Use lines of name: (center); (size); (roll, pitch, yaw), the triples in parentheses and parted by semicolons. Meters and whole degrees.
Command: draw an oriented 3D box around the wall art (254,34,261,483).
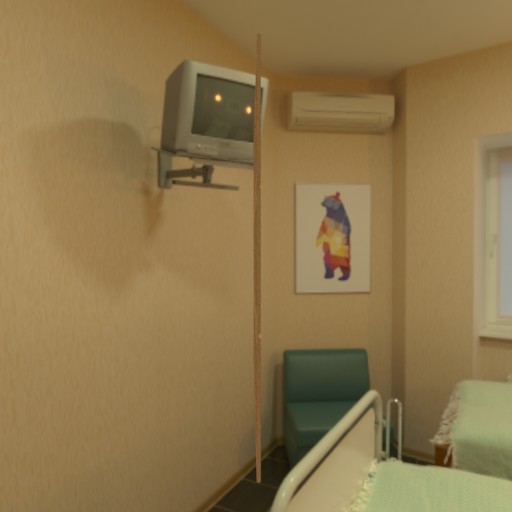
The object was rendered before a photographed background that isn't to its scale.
wall art: (0.000, 0.000, 2.246); (0.014, 1.507, 1.519); (0, 1, -1)
